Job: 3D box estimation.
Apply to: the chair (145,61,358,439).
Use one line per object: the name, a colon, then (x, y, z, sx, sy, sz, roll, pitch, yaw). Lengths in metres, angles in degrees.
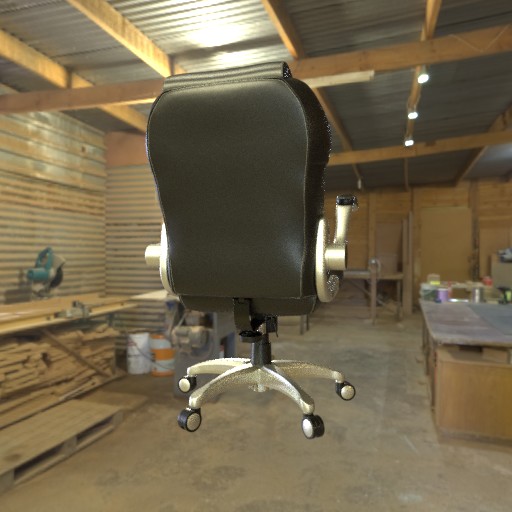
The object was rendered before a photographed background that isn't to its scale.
chair: (0.000, 0.000, 1.675, 0.724, 1.141, 0.801, 0, 1, 17)
